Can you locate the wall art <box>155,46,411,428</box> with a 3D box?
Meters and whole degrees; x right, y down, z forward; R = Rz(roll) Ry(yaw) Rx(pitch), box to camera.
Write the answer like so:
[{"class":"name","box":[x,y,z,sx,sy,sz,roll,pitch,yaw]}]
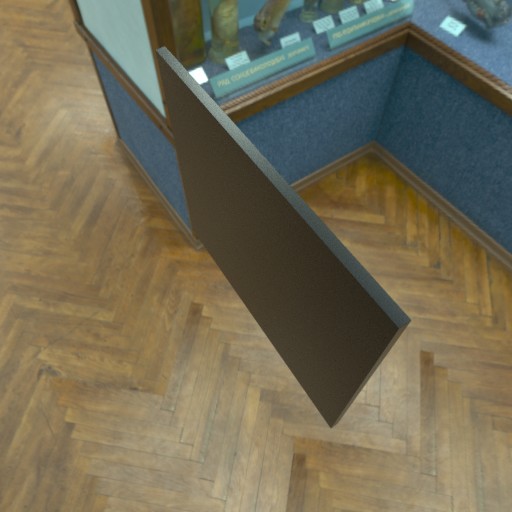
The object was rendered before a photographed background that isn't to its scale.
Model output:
[{"class":"wall art","box":[0.000,0.000,0.532,0.012,0.332,0.383,-28,62,-17]}]
